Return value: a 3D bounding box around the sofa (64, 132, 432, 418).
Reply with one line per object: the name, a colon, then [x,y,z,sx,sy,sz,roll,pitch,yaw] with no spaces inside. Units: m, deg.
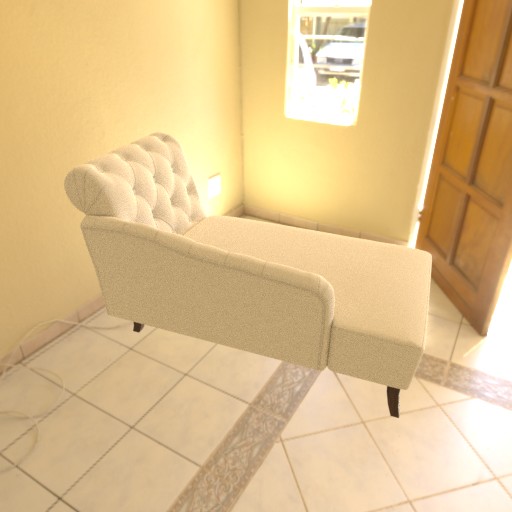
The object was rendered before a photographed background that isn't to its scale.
sofa: [0.000,0.000,1.847,1.379,0.787,0.675,11,31,18]
